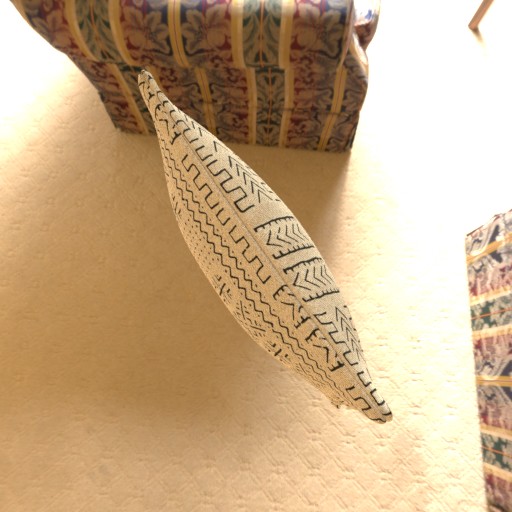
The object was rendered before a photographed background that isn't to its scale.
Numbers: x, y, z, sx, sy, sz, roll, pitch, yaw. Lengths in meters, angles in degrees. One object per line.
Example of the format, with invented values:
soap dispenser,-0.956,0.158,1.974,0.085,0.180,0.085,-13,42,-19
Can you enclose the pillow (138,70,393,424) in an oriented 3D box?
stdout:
pillow,0.000,0.000,0.795,0.188,0.352,0.637,-33,78,-8
